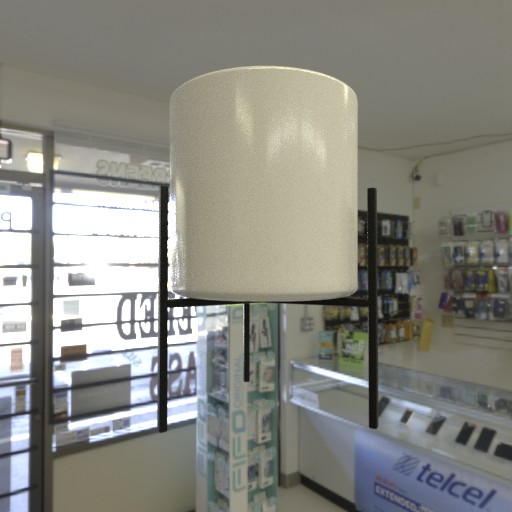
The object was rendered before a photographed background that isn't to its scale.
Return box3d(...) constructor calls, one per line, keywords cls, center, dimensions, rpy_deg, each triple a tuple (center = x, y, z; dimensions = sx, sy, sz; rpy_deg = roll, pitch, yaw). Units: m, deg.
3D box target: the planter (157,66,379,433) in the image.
box3d(cls="planter", center=(0.000, 0.000, 0.515), dimensions=(0.239, 0.356, 0.239), rpy_deg=(1, -2, -34))
